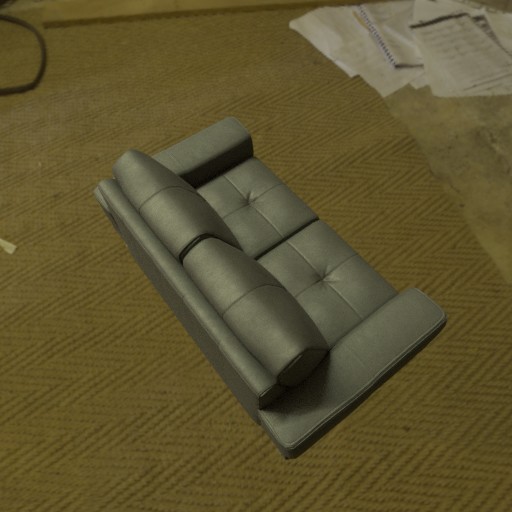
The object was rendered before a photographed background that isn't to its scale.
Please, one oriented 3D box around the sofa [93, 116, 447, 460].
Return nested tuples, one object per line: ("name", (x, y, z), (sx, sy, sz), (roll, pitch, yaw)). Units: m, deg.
("sofa", (0.000, 0.000, 2.391), (1.018, 0.907, 1.806), (-33, 64, -19))
